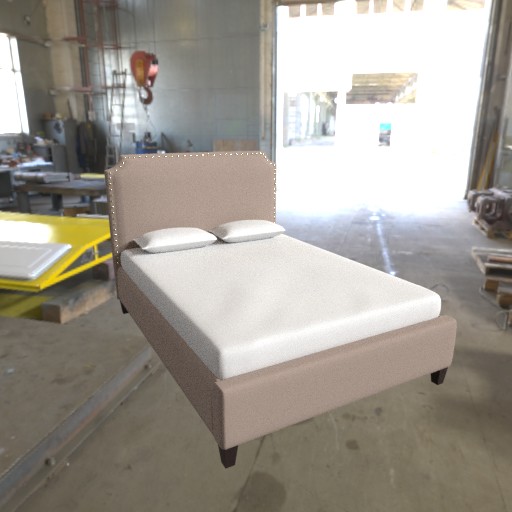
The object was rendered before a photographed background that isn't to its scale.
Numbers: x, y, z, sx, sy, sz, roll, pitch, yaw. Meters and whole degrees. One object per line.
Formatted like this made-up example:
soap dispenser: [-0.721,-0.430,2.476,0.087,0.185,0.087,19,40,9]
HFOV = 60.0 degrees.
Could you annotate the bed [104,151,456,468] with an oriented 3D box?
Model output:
bed: [0.000,0.000,3.395,1.713,1.443,2.372,-9,18,-28]
